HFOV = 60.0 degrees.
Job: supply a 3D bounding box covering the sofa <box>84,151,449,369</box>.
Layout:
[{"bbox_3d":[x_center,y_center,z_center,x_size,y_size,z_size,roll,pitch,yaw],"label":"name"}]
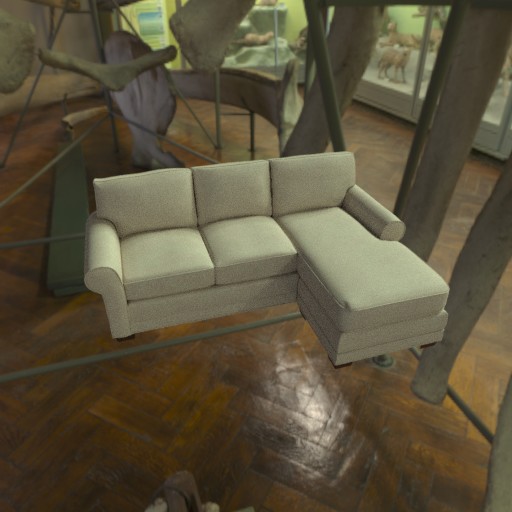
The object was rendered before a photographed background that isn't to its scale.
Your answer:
[{"bbox_3d":[0.000,0.000,2.432,1.770,0.734,1.226,-9,33,-14],"label":"sofa"}]
